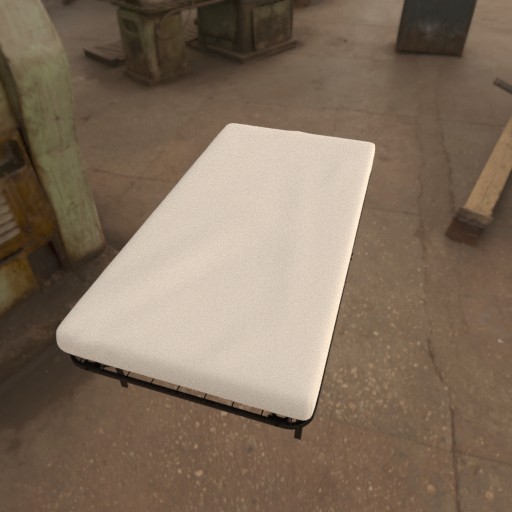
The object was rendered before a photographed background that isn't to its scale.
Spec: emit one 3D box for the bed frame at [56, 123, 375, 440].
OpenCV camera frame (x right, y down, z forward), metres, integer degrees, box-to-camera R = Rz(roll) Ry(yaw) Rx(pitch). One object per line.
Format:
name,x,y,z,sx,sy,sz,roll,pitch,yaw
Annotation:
bed frame,0.000,0.000,2.361,0.989,0.619,1.903,12,42,13
